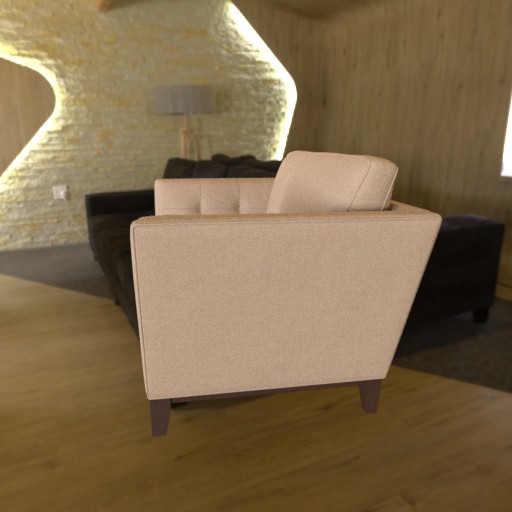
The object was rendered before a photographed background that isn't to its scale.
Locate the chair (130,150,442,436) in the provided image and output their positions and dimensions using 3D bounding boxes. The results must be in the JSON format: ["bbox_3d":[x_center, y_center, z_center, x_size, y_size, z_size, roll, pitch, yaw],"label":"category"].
[{"bbox_3d":[0.000,0.000,2.053,0.965,0.940,1.397,-2,15,-9],"label":"chair"}]
